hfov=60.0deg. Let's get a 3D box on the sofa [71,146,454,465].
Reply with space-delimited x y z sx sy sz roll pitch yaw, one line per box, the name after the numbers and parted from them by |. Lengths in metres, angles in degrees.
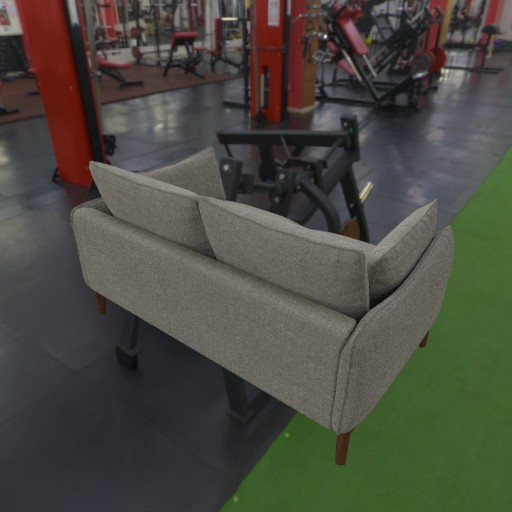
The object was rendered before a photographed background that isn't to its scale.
0.000 0.000 2.098 1.580 0.851 0.972 21 36 33 | sofa
